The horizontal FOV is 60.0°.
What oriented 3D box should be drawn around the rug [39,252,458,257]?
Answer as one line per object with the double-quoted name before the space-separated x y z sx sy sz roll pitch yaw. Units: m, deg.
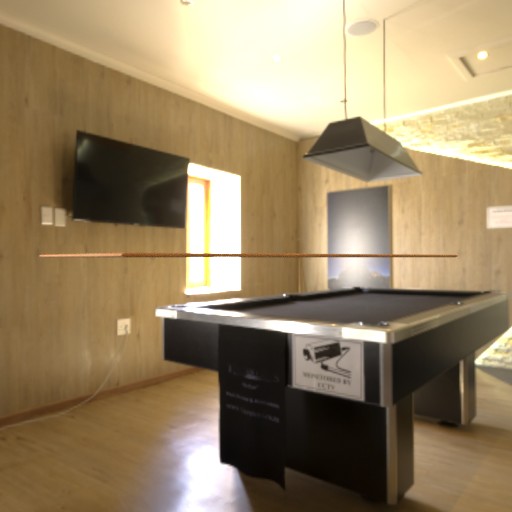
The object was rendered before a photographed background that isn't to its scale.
"rug" 0.000 0.000 2.094 1.678 0.013 1.078 0 0 -37
